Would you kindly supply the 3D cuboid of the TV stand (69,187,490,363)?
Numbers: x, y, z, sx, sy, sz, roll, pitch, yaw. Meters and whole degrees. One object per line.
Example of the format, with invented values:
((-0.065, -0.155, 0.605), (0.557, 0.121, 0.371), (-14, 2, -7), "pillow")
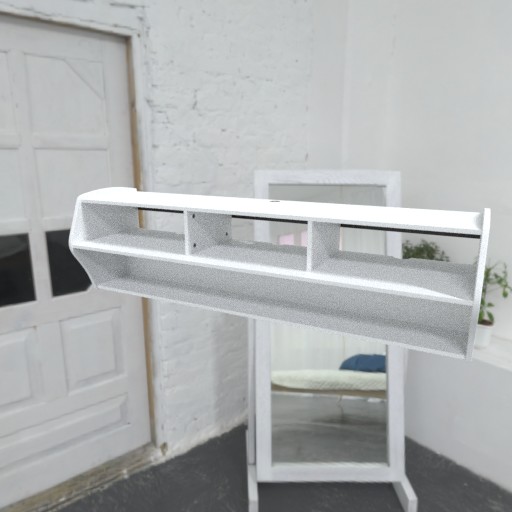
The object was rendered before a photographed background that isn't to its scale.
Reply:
((0.000, 0.000, 1.616), (1.473, 0.424, 0.397), (7, 16, 26), "TV stand")
